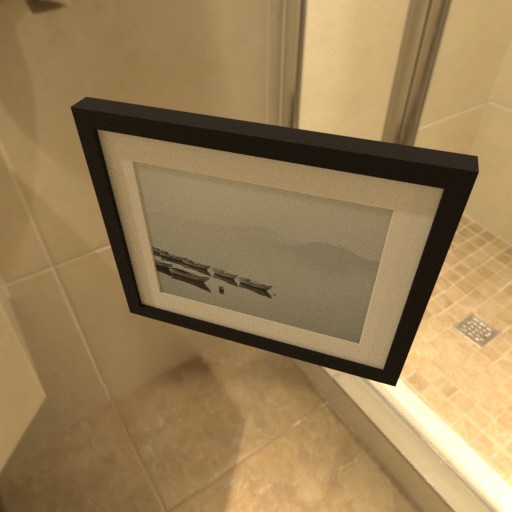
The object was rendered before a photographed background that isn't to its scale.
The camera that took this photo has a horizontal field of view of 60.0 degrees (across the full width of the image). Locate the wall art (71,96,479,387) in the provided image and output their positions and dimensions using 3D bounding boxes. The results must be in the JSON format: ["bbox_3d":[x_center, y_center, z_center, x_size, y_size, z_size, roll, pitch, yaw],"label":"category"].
[{"bbox_3d":[0.000,0.000,0.531,0.397,0.325,0.028,13,44,14],"label":"wall art"}]
